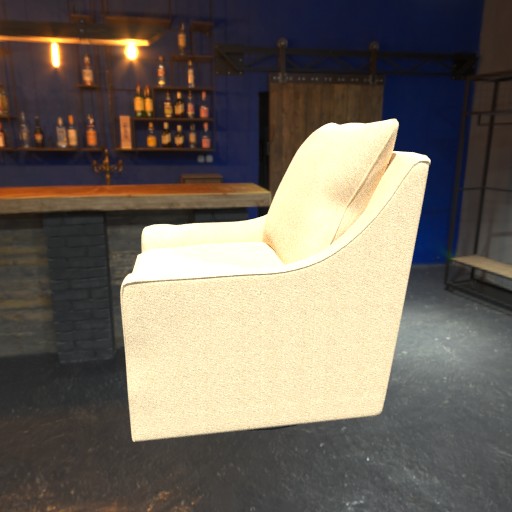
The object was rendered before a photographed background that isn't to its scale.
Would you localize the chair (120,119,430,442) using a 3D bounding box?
[{"bbox_3d":[0.000,0.000,1.582,0.876,0.927,0.760,-3,15,-9],"label":"chair"}]
